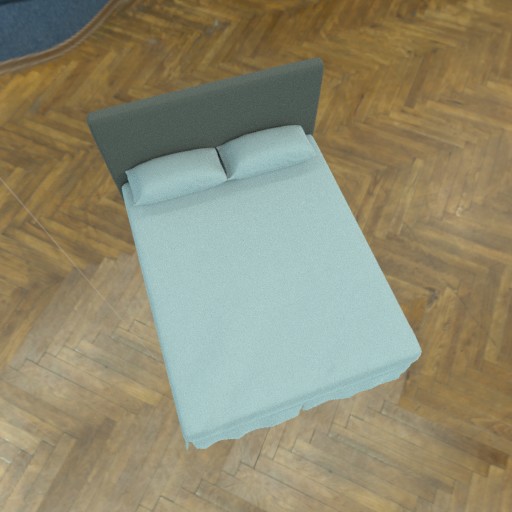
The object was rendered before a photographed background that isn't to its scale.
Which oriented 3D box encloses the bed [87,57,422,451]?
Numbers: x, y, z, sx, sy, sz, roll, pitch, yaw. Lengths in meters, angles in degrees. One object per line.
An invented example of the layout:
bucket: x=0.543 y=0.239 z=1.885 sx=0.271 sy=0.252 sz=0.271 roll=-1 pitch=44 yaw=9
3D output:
bed: x=0.000 y=0.000 z=3.175 sx=1.748 sy=1.330 sz=2.142 roll=-17 pitch=65 yaw=-8
